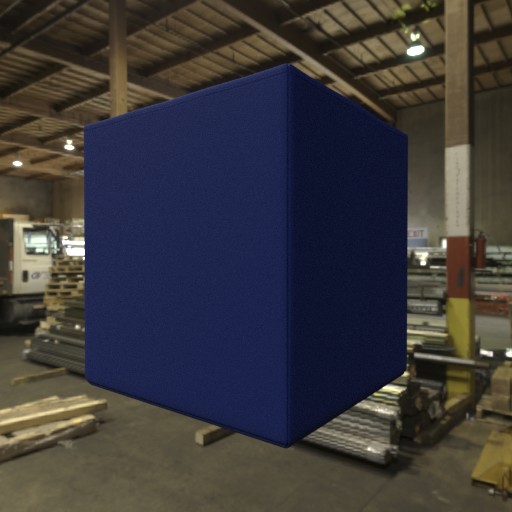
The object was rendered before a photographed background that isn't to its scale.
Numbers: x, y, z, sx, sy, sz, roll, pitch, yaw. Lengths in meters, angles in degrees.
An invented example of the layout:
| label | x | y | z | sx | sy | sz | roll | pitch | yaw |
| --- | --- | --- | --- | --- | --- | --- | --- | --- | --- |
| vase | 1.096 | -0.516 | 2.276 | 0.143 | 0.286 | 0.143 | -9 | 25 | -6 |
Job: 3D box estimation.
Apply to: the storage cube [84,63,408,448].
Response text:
| label | x | y | z | sx | sy | sz | roll | pitch | yaw |
| --- | --- | --- | --- | --- | --- | --- | --- | --- | --- |
| storage cube | 0.000 | 0.000 | 0.502 | 0.270 | 0.280 | 0.270 | 1 | 1 | 38 |
